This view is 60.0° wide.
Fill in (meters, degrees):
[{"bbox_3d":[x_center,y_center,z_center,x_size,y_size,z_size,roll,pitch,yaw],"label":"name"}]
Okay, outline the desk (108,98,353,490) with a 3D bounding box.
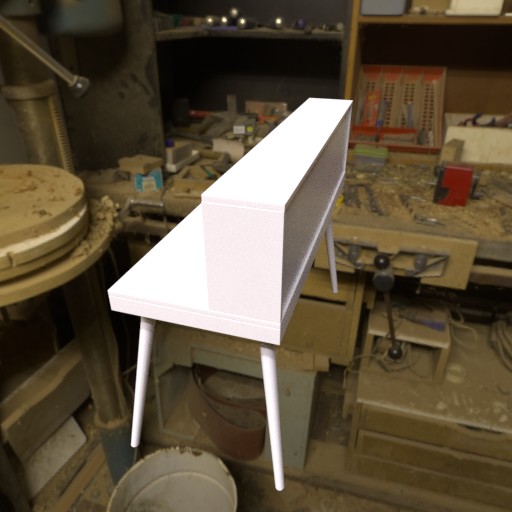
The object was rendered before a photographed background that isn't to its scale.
[{"bbox_3d":[0.000,0.000,1.742,0.559,0.990,1.199,9,31,15],"label":"desk"}]
